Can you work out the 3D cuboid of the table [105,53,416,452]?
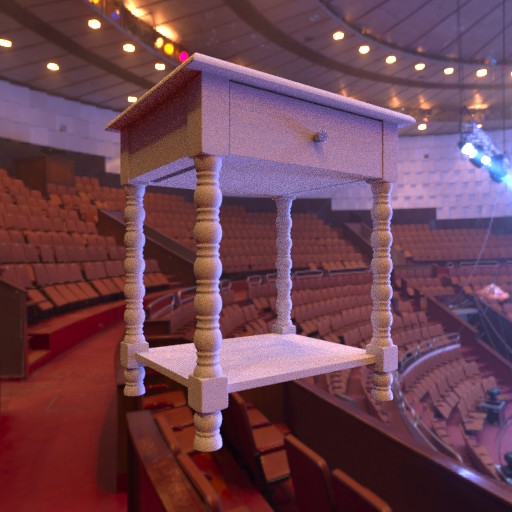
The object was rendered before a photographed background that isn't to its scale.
[{"bbox_3d":[0.000,0.000,0.846,0.460,0.531,0.381,0,0,-35],"label":"table"}]
